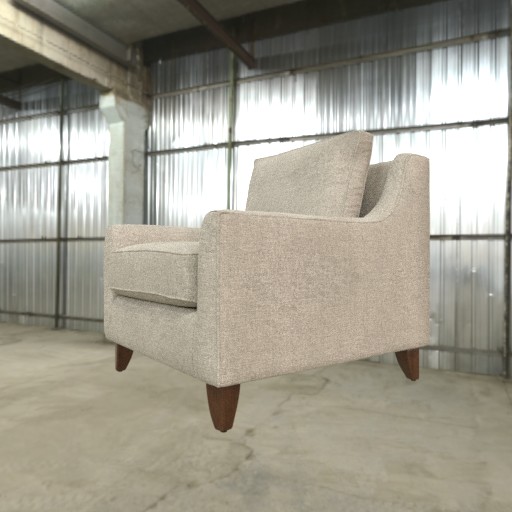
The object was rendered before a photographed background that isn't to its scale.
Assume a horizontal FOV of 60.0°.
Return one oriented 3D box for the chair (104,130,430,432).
[{"bbox_3d":[0.000,0.000,1.596,0.918,0.864,0.838,0,0,-37],"label":"chair"}]
